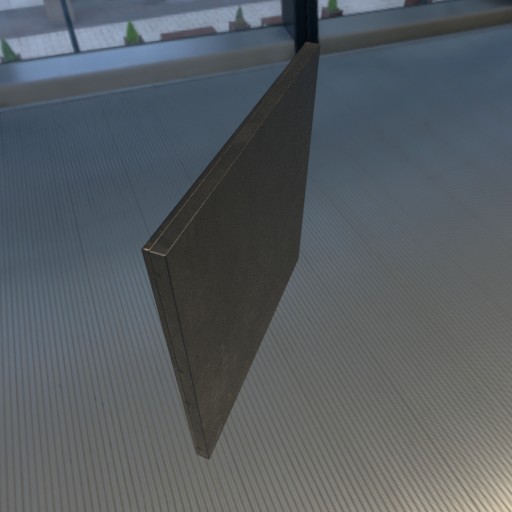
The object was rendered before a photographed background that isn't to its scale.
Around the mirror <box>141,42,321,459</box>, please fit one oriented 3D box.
[{"bbox_3d":[0.000,0.000,0.556,0.020,0.381,0.382,16,49,14],"label":"mirror"}]
